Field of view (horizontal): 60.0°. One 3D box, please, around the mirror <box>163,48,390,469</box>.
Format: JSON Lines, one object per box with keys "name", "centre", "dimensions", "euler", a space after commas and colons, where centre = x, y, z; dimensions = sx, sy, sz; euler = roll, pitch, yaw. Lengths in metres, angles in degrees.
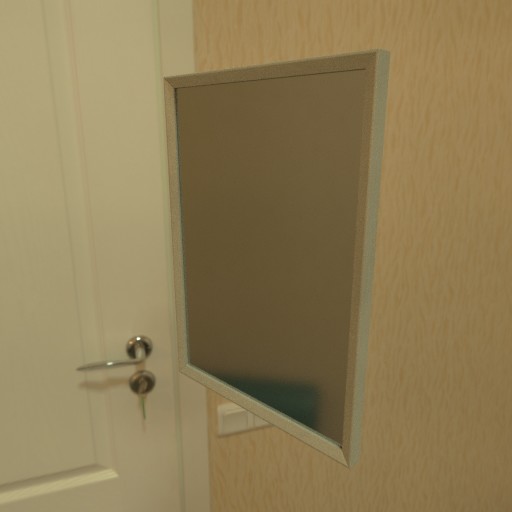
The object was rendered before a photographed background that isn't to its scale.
{"name": "mirror", "centre": [0.000, 0.000, 0.897], "dimensions": [0.507, 0.710, 0.039], "euler": [14, 21, 41]}
